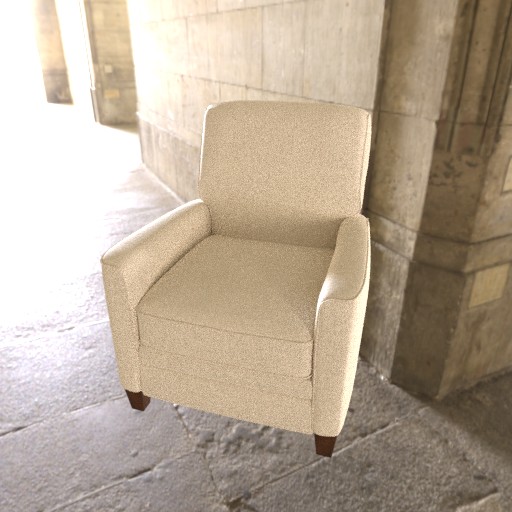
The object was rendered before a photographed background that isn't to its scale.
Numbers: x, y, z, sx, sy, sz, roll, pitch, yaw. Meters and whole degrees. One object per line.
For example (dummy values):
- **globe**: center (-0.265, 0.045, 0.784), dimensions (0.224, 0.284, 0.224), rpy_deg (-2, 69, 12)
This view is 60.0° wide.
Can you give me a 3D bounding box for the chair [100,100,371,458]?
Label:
- **chair**: center (0.000, 0.000, 1.664), dimensions (0.841, 1.028, 0.858), rpy_deg (7, 27, 15)
